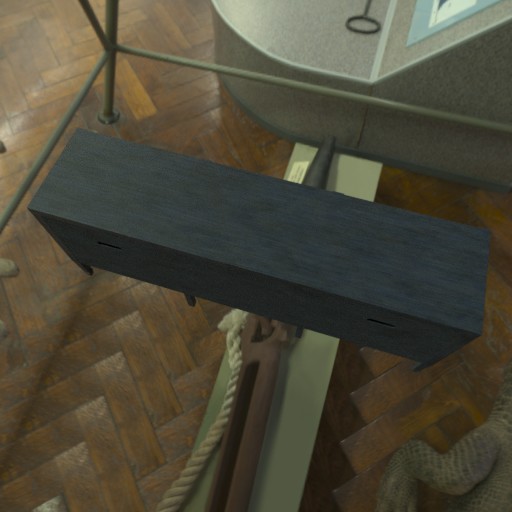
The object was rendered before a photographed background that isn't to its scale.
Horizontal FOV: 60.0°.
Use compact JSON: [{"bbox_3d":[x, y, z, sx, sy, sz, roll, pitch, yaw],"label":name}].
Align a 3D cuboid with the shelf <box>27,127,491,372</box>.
[{"bbox_3d":[0.000,0.000,2.167,1.878,0.715,0.471,15,65,7],"label":"shelf"}]
